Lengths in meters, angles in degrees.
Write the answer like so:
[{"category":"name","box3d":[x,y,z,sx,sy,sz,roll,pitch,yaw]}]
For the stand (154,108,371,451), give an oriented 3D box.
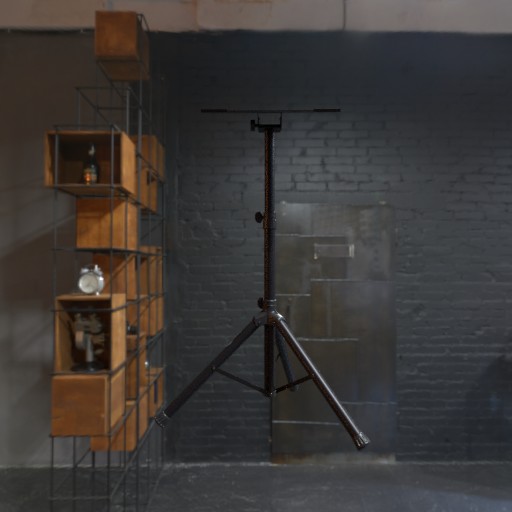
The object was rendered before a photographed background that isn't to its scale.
[{"category":"stand","box3d":[0.000,0.000,1.685,0.702,1.198,0.702,0,-2,1]}]
